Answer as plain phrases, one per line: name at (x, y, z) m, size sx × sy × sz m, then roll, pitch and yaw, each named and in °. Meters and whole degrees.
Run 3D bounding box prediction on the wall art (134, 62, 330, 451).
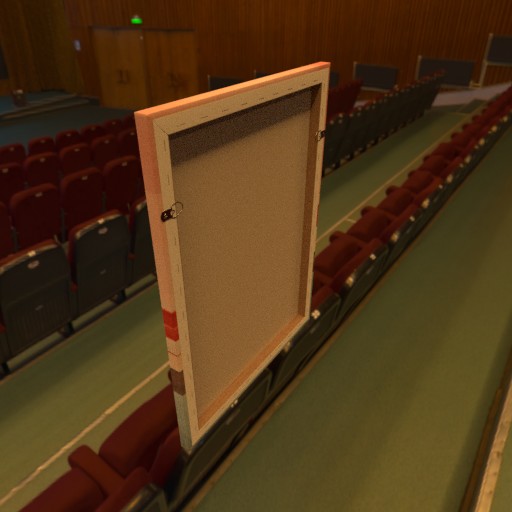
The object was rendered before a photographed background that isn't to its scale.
wall art at (0.000, 0.000, 1.366) m, size 0.039 × 1.016 × 0.761 m, roll 20°, pitch 37°, yaw 29°
